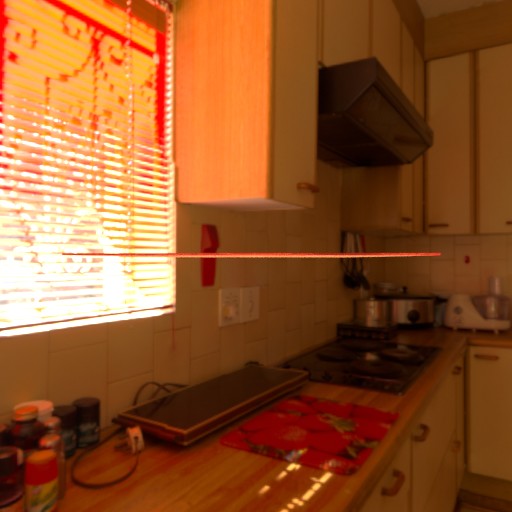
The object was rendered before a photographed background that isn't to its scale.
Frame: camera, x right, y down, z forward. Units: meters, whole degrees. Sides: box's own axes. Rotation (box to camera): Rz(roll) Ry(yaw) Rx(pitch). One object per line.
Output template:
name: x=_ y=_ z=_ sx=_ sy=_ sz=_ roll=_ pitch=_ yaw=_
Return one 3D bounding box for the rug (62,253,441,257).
rug: x=0.000 y=0.000 z=2.323 sx=1.223 sy=0.008 sz=1.817 roll=0 pitch=0 yaw=1
